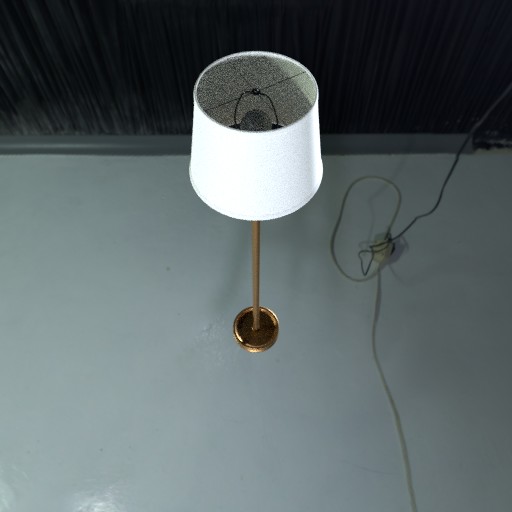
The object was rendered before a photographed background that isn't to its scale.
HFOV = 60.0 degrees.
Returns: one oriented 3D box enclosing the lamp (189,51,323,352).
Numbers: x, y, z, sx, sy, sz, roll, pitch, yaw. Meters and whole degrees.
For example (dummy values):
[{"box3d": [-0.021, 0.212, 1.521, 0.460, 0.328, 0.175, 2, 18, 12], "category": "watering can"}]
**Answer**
[{"box3d": [0.000, 0.000, 0.793, 0.178, 0.710, 0.178, 0, 59, 0], "category": "lamp"}]
